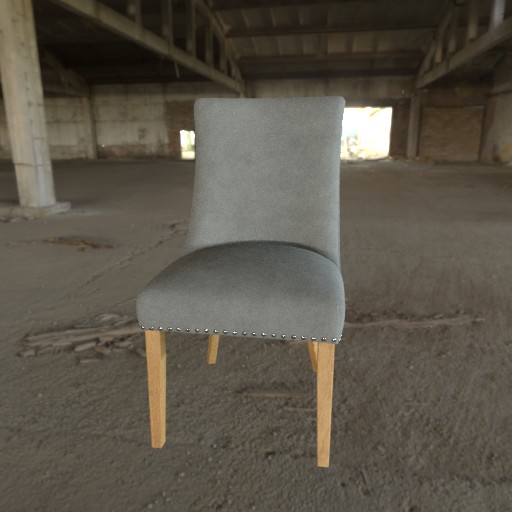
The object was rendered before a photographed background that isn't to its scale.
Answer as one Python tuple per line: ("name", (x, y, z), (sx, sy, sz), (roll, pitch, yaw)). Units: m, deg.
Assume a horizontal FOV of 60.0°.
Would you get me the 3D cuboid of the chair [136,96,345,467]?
("chair", (0.000, 0.000, 1.270), (0.495, 0.902, 0.610), (2, 15, 9))
